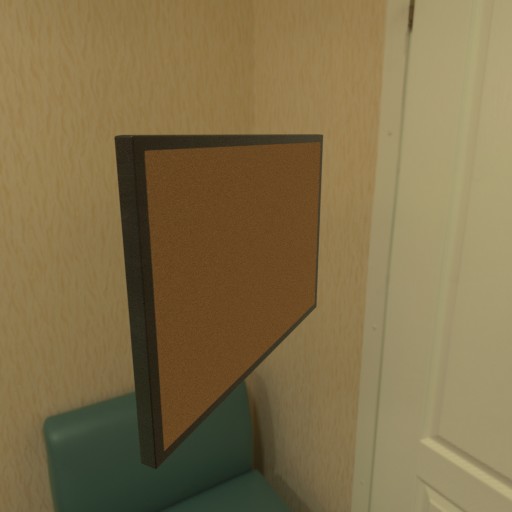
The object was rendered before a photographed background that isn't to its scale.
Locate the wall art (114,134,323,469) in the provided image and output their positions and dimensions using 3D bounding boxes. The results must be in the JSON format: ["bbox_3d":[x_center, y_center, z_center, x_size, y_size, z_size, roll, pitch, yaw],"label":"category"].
[{"bbox_3d":[0.000,0.000,1.156,0.038,0.612,0.912,8,17,26],"label":"wall art"}]
